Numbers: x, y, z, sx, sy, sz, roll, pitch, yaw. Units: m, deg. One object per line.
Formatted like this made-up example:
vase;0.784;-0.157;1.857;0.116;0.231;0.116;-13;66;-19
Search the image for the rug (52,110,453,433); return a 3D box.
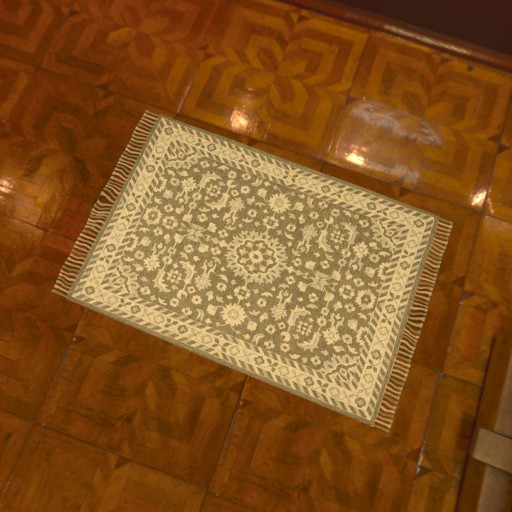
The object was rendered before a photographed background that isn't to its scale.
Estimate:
rug;0.000;0.000;3.089;2.431;0.025;1.530;21;77;5
